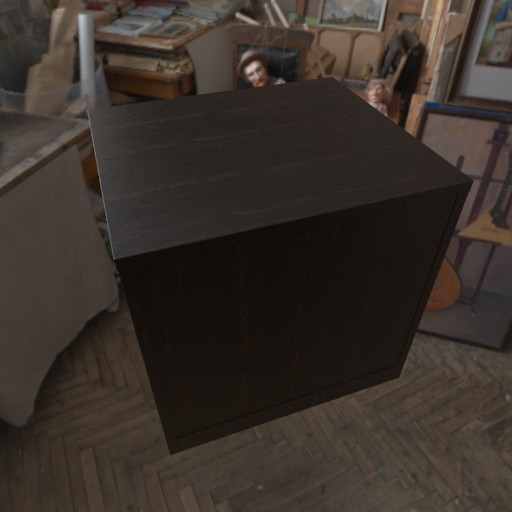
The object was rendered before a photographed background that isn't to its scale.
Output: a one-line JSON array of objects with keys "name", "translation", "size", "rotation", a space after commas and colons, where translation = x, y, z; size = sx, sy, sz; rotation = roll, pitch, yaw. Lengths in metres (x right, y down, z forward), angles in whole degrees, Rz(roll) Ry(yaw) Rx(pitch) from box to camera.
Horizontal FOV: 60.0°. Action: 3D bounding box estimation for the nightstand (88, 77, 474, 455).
[{"name": "nightstand", "translation": [0.000, 0.000, 0.863], "size": [0.489, 0.487, 0.427], "rotation": [-13, 43, -15]}]
